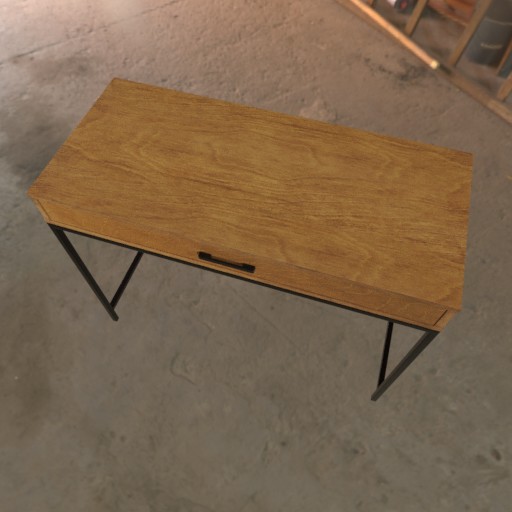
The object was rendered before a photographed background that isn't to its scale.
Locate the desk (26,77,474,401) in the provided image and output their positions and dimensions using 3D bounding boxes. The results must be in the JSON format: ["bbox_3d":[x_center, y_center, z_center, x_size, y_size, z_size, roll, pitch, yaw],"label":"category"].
[{"bbox_3d":[0.000,0.000,1.417,1.016,0.762,0.470,15,59,9],"label":"desk"}]
